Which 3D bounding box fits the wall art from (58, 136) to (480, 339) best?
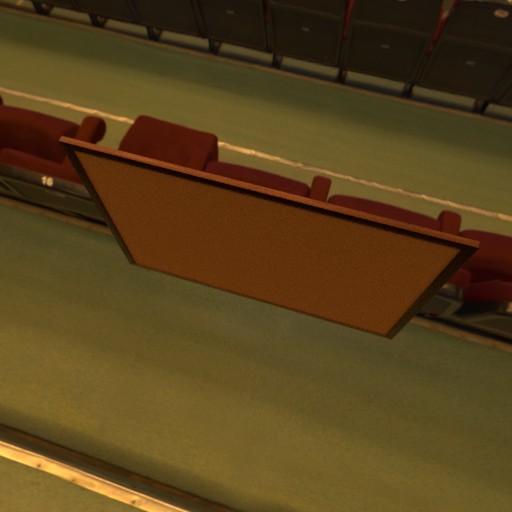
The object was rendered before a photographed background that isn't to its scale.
[{"bbox_3d":[0.000,0.000,1.075,0.816,0.559,0.014,15,64,8],"label":"wall art"}]
